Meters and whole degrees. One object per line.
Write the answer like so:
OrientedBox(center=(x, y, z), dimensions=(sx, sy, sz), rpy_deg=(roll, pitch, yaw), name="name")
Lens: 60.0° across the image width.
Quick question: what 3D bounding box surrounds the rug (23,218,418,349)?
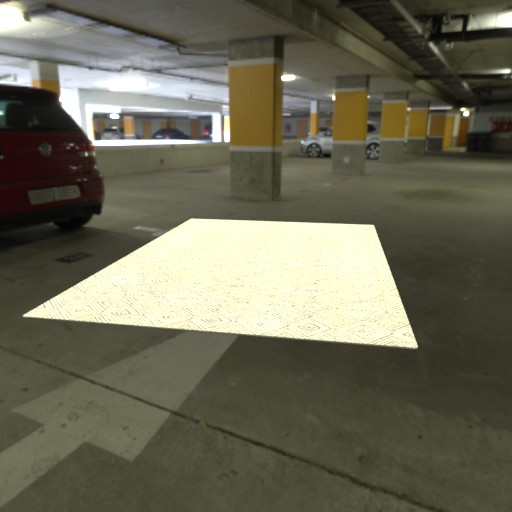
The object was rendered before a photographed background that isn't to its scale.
OrientedBox(center=(0.000, 0.000, 2.788), dimensions=(1.593, 0.008, 2.238), rpy_deg=(3, 16, 10), name="rug")
